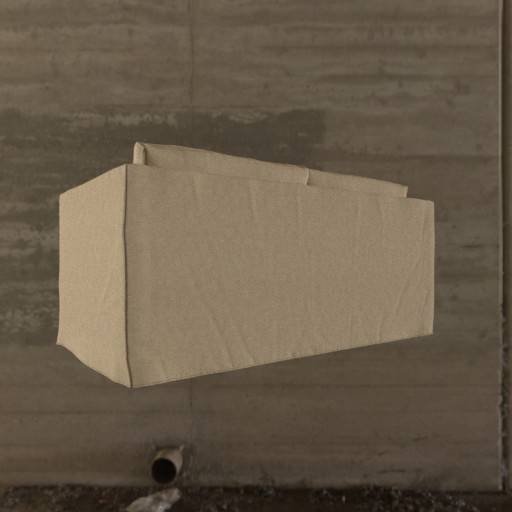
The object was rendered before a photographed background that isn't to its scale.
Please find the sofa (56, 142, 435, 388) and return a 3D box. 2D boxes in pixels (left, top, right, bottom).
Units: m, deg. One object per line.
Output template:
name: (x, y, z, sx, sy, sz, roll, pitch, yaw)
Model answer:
sofa: (0.000, 0.000, 2.253, 1.719, 0.835, 0.962, 0, 0, -36)
